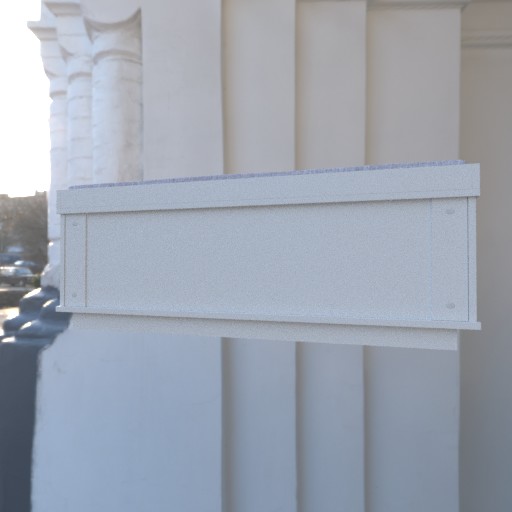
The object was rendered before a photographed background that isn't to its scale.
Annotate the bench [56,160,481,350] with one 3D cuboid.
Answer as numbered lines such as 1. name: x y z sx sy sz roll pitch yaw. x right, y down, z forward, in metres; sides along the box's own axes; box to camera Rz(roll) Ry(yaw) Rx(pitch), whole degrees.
1. bench: 0.000 0.000 1.368 1.196 0.453 0.363 0 -1 18
